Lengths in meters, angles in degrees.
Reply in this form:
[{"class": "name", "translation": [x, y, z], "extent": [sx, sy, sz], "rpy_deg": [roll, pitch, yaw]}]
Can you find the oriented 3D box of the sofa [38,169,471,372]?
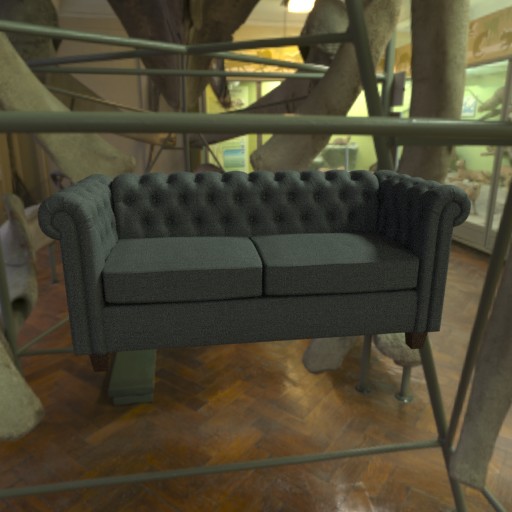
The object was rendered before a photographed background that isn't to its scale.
[{"class": "sofa", "translation": [0.000, 0.000, 2.242], "extent": [1.798, 0.797, 0.783], "rpy_deg": [-2, 17, -8]}]
